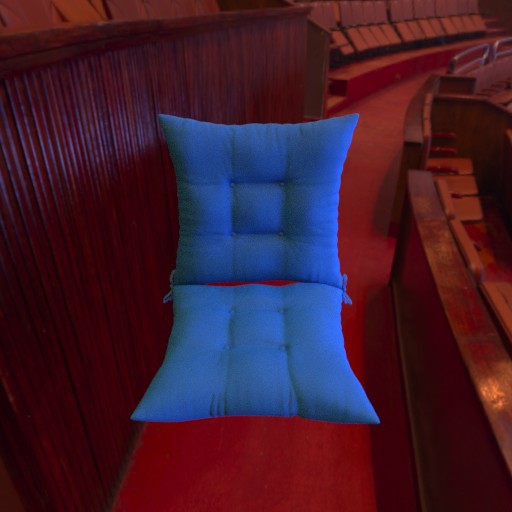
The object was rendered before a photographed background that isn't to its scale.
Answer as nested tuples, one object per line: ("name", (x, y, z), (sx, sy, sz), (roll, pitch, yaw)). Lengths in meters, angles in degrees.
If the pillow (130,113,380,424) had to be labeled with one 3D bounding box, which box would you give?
("pillow", (0.000, 0.000, 1.029), (0.541, 0.536, 0.585), (0, 31, 1))
